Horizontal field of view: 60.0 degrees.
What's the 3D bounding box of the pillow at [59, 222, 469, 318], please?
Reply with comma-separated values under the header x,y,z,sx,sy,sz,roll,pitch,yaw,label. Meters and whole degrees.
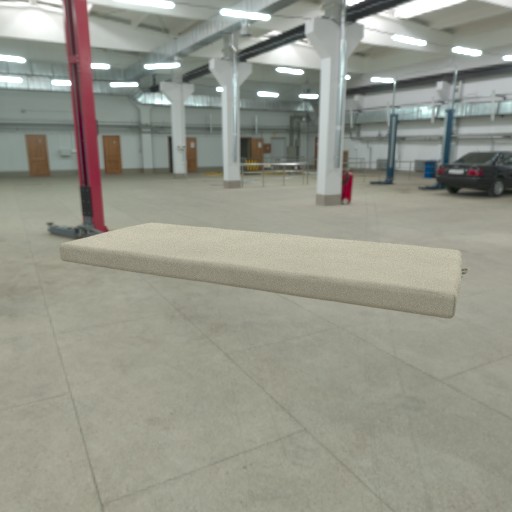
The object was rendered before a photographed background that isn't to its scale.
x,y,z,sx,sy,sz,roll,pitch,yaw,label
0.000,0.000,1.361,1.187,0.081,0.492,7,15,25,pillow
